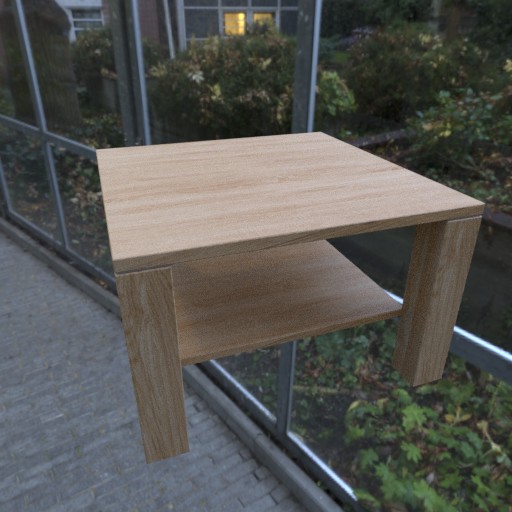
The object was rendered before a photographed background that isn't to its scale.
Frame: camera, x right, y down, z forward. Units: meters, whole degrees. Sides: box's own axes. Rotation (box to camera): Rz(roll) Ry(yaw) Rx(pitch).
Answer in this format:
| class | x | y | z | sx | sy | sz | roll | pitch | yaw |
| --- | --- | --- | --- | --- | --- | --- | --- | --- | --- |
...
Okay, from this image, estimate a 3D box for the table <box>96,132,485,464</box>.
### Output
| class | x | y | z | sx | sy | sz | roll | pitch | yaw |
| --- | --- | --- | --- | --- | --- | --- | --- | --- | --- |
| table | 0.000 | 0.000 | 1.153 | 0.700 | 0.450 | 0.700 | -9 | 29 | -17 |
